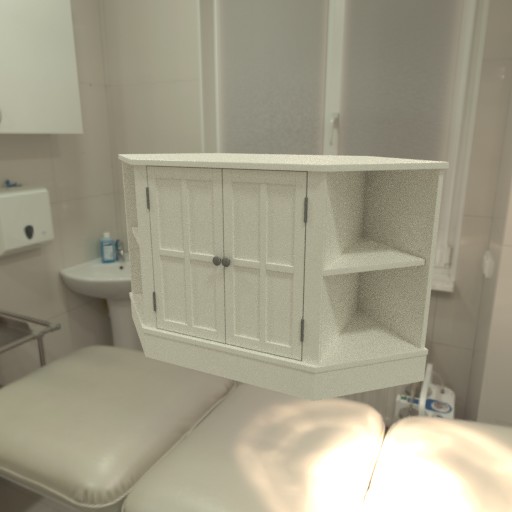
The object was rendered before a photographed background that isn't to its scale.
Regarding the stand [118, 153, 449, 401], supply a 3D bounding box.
[{"bbox_3d":[0.000,0.000,1.412,1.072,0.614,0.477,7,17,25],"label":"stand"}]
